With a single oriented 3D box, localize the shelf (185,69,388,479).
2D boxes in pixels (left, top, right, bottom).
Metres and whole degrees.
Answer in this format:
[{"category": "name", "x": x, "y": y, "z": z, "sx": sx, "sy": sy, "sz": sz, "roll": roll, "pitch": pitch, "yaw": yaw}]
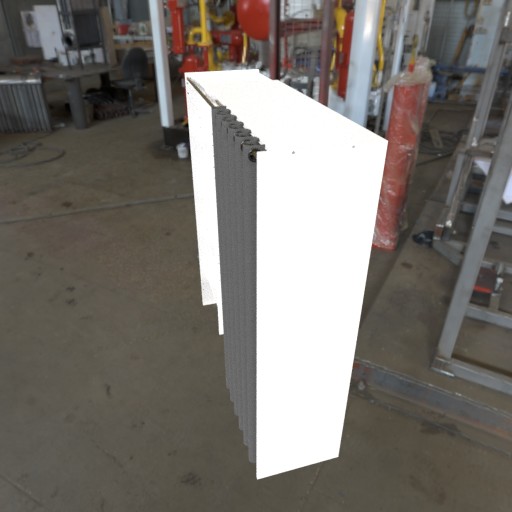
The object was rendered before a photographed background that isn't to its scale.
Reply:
[{"category": "shelf", "x": 0.000, "y": 0.000, "z": 2.626, "sx": 0.500, "sy": 1.810, "sz": 1.600, "roll": -9, "pitch": 33, "yaw": -14}]
